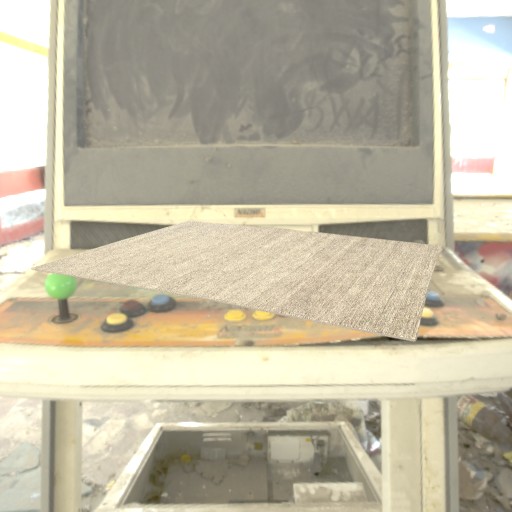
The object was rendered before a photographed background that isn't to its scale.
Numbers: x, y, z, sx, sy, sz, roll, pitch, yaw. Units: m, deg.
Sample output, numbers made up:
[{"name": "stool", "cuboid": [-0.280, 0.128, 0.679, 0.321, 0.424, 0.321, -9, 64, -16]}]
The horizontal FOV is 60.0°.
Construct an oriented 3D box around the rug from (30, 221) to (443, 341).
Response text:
[{"name": "rug", "cuboid": [0.000, 0.000, 4.237, 3.202, 0.045, 2.434, 7, 17, 25]}]
